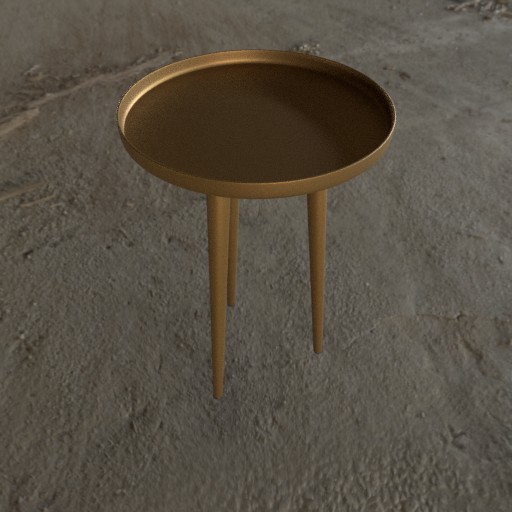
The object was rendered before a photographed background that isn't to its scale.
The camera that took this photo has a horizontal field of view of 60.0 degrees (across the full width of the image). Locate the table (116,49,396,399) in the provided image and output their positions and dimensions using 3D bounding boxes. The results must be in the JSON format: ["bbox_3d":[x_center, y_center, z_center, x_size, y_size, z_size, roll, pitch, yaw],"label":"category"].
[{"bbox_3d":[0.000,0.000,0.655,0.299,0.480,0.299,-22,49,-20],"label":"table"}]
